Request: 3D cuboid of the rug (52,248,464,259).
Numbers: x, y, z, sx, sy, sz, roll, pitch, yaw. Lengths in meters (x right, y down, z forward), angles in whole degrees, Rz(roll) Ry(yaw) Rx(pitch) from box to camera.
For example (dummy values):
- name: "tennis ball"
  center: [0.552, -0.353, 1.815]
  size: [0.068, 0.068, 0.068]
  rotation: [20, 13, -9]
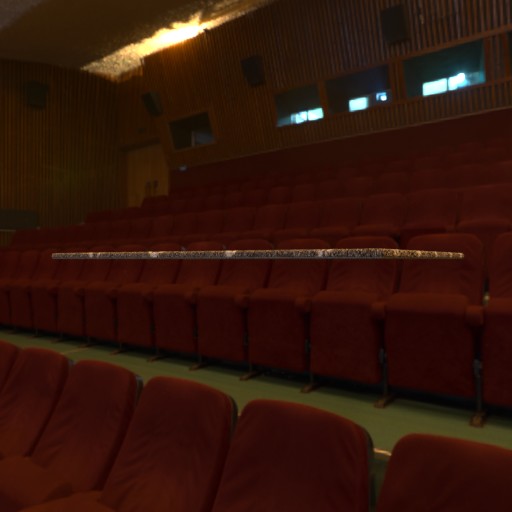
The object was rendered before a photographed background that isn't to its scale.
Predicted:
- name: "rug"
  center: [0.000, 0.000, 2.306]
  size: [1.778, 0.030, 1.219]
  rotation: [0, -1, 35]
